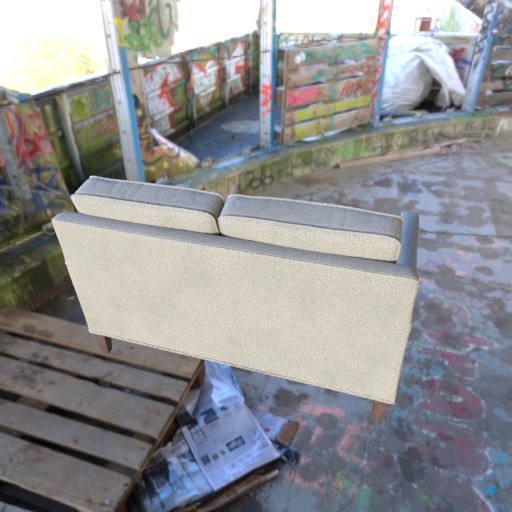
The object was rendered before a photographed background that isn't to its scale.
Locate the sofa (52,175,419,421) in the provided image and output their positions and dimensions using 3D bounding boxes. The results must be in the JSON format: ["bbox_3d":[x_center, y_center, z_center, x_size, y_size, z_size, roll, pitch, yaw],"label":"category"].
[{"bbox_3d":[0.000,0.000,2.305,1.597,1.003,1.084,9,33,15],"label":"sofa"}]
